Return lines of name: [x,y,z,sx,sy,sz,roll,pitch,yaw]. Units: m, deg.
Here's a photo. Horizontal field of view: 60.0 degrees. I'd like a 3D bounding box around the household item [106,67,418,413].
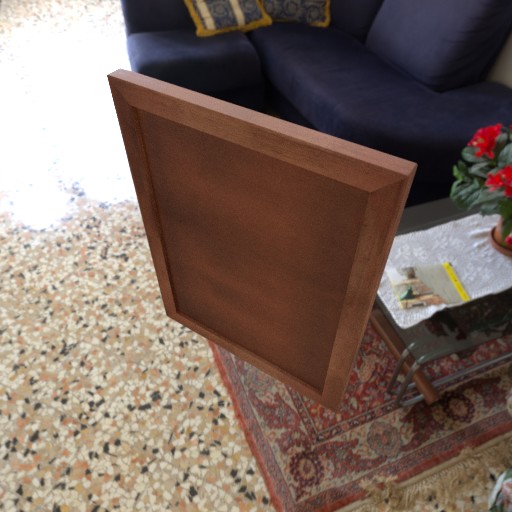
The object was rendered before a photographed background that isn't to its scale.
household item: [0.000,0.000,0.548,0.310,0.407,0.067,25,52,22]
